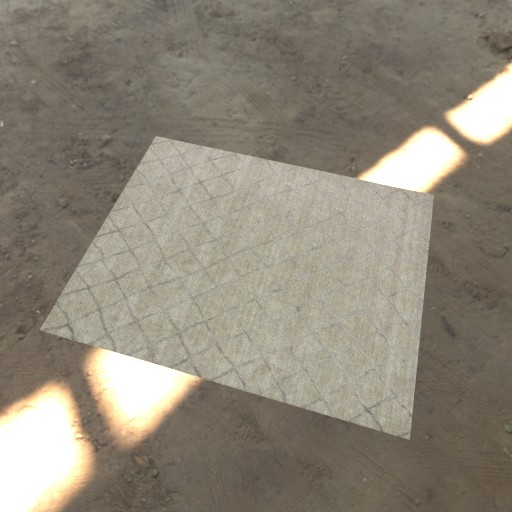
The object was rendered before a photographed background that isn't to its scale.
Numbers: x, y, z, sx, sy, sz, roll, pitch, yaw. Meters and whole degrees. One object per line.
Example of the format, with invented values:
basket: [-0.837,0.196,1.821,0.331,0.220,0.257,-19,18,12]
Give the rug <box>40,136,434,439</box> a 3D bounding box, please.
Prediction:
rug: [0.000,0.000,4.086,3.038,0.019,2.420,14,58,9]
